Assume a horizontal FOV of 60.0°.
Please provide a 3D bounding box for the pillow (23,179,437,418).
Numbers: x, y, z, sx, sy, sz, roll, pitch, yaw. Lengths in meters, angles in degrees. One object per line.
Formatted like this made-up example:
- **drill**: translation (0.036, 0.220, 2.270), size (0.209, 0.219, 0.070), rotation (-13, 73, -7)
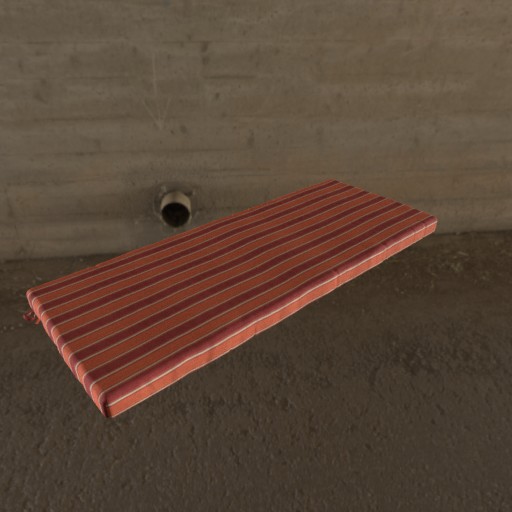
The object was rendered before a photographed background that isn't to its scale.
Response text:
- **pillow**: translation (0.000, 0.000, 1.282), size (1.187, 0.081, 0.492), rotation (-24, 39, -34)
